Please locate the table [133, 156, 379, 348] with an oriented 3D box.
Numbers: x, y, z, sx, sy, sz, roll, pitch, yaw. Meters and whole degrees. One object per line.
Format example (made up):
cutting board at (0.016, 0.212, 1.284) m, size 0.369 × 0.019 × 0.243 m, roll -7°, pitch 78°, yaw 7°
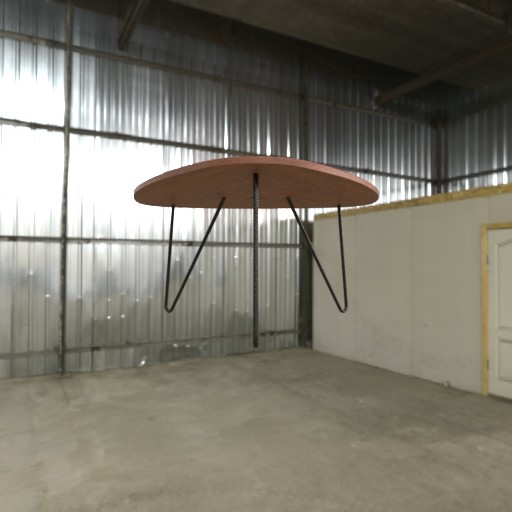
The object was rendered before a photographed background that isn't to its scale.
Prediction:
table at (0.000, 0.000, 1.327) m, size 0.833 × 0.413 × 0.821 m, roll 0°, pitch 0°, yaw 0°
